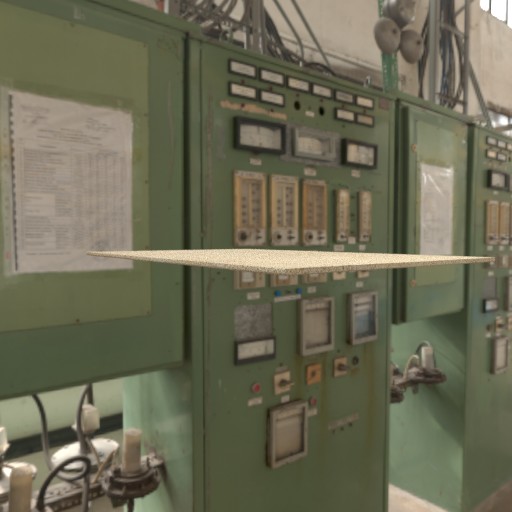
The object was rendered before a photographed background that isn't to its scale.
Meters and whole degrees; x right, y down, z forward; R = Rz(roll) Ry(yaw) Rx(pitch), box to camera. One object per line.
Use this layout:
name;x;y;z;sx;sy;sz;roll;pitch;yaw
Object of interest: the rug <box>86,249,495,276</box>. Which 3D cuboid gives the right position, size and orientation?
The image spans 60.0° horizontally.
rug;0.000;0.000;2.904;1.500;0.025;2.346;-2;3;-37
